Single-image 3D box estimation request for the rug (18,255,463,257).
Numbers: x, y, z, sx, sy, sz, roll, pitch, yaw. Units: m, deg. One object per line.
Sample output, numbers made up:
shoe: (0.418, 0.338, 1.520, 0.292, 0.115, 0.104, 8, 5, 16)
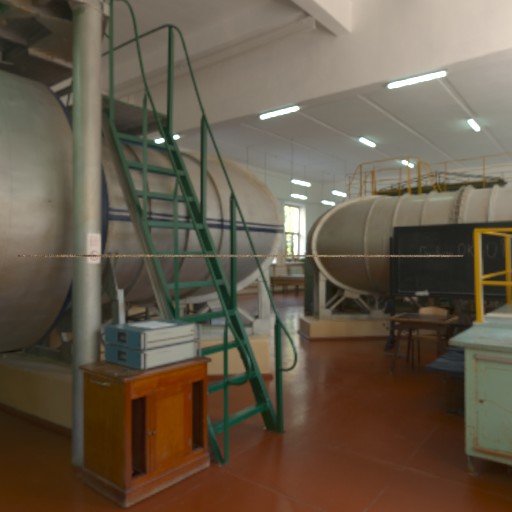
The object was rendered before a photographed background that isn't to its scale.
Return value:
rug: (0.000, 0.000, 2.898, 2.664, 0.011, 0.762, 0, 0, -18)
